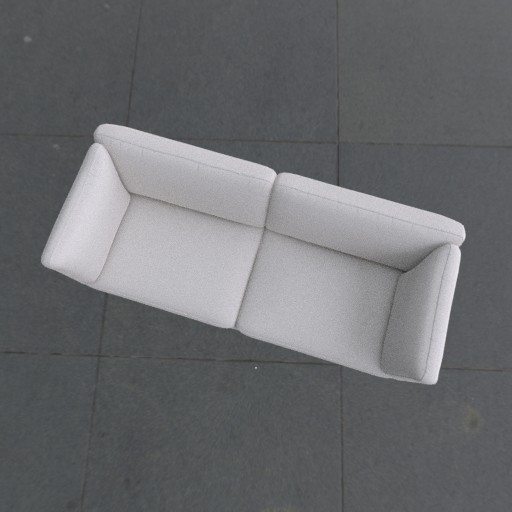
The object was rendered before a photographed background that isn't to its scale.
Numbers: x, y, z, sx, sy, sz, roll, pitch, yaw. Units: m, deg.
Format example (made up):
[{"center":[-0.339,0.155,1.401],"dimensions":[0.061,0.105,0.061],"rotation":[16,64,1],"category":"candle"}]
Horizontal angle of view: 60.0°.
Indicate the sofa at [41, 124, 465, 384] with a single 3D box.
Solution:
[{"center":[0.000,0.000,2.750],"dimensions":[2.301,0.863,0.957],"rotation":[16,76,4],"category":"sofa"}]
